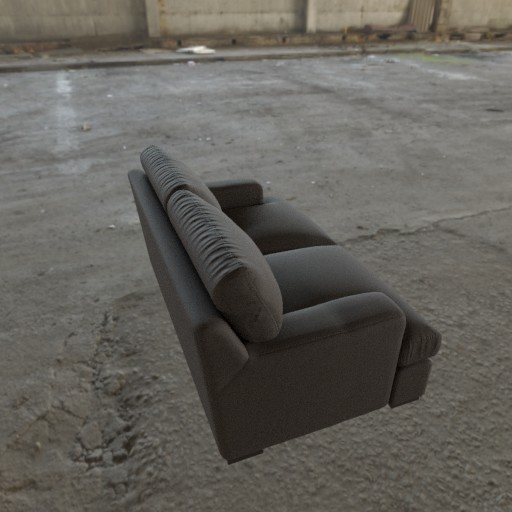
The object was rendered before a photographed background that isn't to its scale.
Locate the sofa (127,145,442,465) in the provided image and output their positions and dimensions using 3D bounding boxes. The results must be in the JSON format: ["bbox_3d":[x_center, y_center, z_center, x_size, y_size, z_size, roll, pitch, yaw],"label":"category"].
[{"bbox_3d":[0.000,0.000,2.534,1.143,0.940,1.880,-11,31,-18],"label":"sofa"}]
